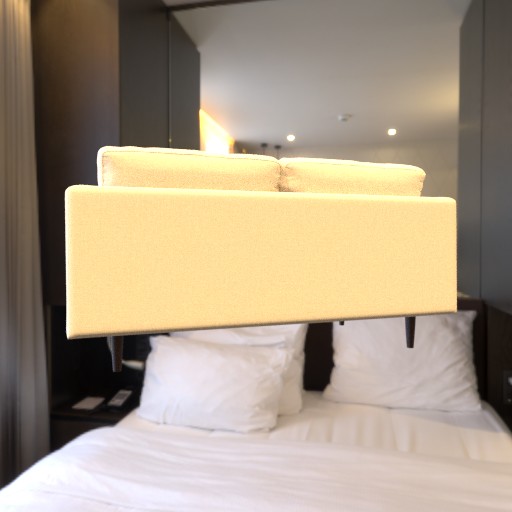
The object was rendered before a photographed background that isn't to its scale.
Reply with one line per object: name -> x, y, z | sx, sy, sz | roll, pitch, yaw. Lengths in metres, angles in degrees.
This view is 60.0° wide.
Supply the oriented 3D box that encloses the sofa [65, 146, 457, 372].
sofa -> 0.000, 0.000, 2.261 | 1.713, 0.893, 0.940 | 0, 1, -18
